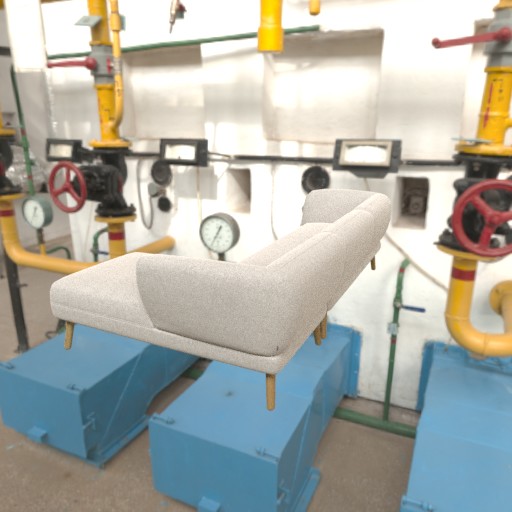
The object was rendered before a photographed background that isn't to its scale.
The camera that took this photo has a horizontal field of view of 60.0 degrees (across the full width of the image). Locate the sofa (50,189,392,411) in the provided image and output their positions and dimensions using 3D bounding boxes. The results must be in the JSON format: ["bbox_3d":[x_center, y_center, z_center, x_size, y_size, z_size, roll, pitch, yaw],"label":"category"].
[{"bbox_3d":[0.000,0.000,3.379,1.610,0.730,2.660,8,19,25],"label":"sofa"}]
